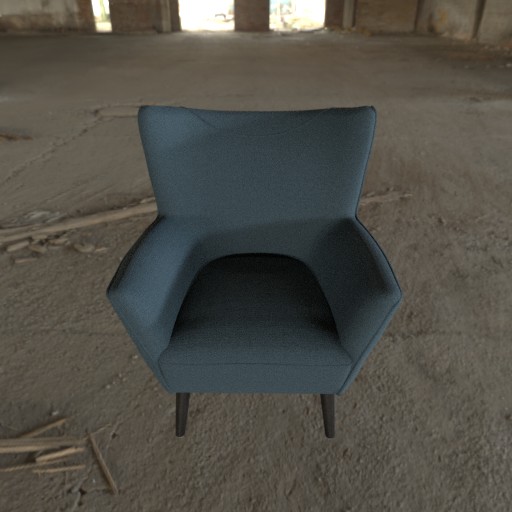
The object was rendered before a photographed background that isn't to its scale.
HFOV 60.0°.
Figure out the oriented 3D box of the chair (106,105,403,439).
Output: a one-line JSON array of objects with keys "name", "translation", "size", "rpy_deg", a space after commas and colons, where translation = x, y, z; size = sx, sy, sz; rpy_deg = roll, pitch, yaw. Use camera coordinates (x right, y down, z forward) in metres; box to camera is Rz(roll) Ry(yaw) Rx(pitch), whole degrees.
[{"name": "chair", "translation": [0.000, 0.000, 1.529], "size": [0.781, 0.933, 0.888], "rpy_deg": [0, 30, 1]}]
